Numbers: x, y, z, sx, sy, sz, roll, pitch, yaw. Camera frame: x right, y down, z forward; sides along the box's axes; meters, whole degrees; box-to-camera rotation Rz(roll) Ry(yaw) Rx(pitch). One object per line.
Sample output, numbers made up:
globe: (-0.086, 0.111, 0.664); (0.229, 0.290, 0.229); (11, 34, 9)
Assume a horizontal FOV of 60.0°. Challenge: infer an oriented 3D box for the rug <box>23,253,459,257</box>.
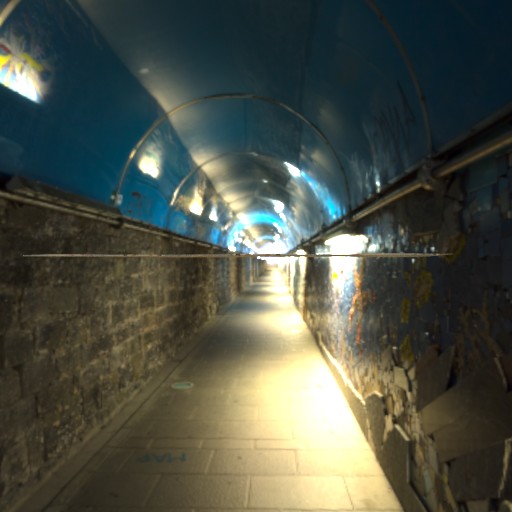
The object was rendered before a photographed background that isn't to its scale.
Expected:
rug: (0.000, 0.000, 3.878); (3.000, 0.012, 2.371); (0, 0, 18)
